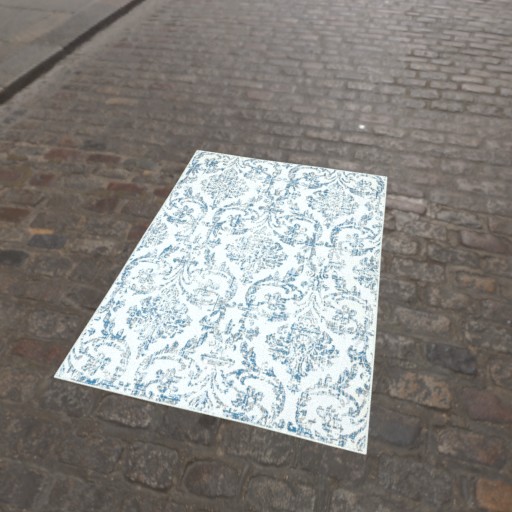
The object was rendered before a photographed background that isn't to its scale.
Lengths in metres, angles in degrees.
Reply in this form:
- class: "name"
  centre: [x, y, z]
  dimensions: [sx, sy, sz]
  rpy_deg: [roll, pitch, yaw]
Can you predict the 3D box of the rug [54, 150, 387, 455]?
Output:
- class: "rug"
  centre: [0.000, 0.000, 2.880]
  dimensions: [1.586, 0.014, 2.197]
  rpy_deg: [10, 46, 10]
